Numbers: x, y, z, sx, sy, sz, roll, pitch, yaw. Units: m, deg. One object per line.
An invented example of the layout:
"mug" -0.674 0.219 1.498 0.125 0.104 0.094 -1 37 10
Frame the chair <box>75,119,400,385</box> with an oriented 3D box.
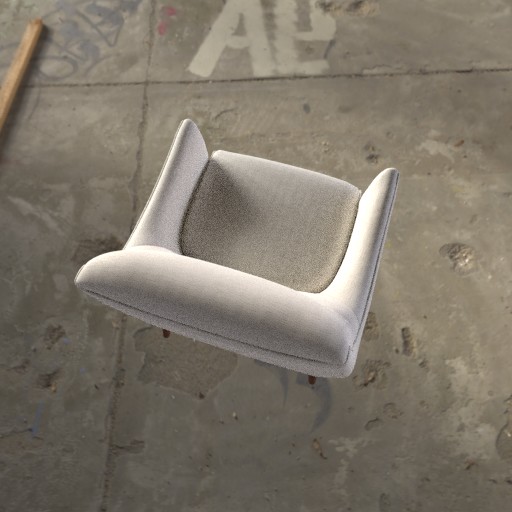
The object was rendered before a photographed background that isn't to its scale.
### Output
"chair" 0.000 0.000 1.438 0.762 0.838 0.787 16 64 8
